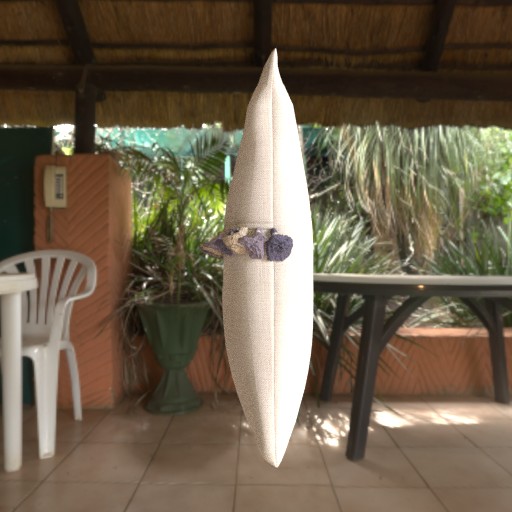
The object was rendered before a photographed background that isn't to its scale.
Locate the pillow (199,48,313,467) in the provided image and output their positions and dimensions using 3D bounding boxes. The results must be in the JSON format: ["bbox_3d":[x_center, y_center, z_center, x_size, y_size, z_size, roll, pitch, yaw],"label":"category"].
[{"bbox_3d":[0.000,0.000,0.735,0.165,0.481,0.489,0,-1,-1],"label":"pillow"}]
